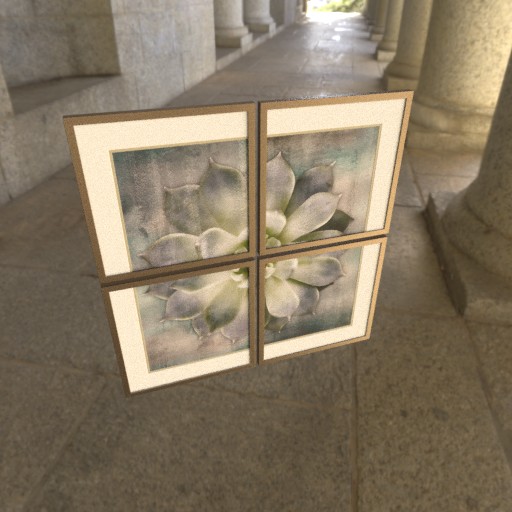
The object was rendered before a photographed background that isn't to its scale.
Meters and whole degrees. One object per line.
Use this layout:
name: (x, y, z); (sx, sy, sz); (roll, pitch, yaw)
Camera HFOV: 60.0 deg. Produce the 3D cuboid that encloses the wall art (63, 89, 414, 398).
wall art: (0.000, 0.000, 1.531); (1.032, 1.032, 0.030); (-10, 33, -16)
